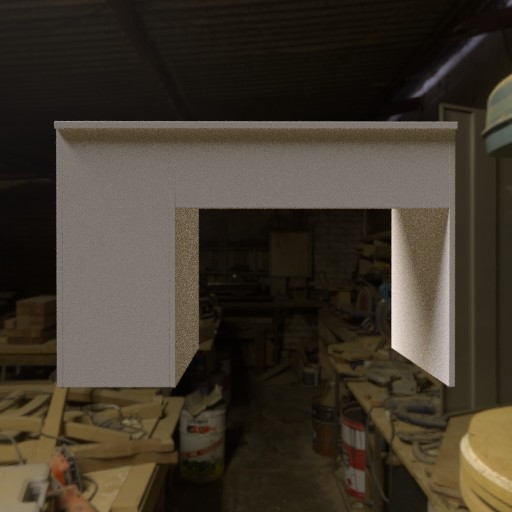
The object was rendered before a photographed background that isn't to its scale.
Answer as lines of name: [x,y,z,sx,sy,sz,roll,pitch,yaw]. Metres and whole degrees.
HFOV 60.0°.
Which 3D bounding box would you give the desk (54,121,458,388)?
desk: [0.000,0.000,1.483,1.096,0.730,0.560,0,0,0]
